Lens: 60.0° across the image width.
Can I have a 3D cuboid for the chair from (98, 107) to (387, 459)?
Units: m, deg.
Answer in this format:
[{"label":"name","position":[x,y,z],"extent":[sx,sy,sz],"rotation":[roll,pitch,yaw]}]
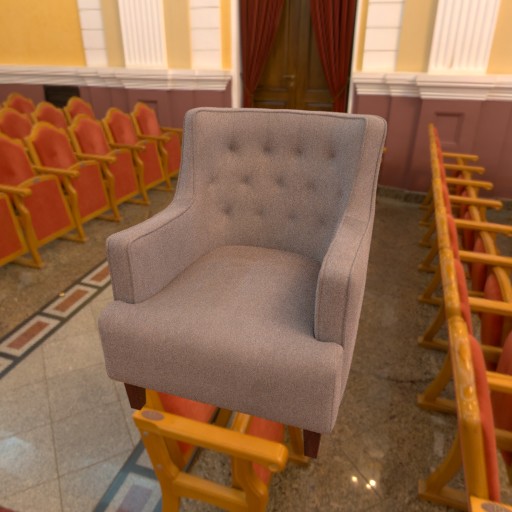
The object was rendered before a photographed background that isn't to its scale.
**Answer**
[{"label":"chair","position":[0.000,0.000,1.586],"extent":[0.781,0.919,0.910],"rotation":[8,27,17]}]
